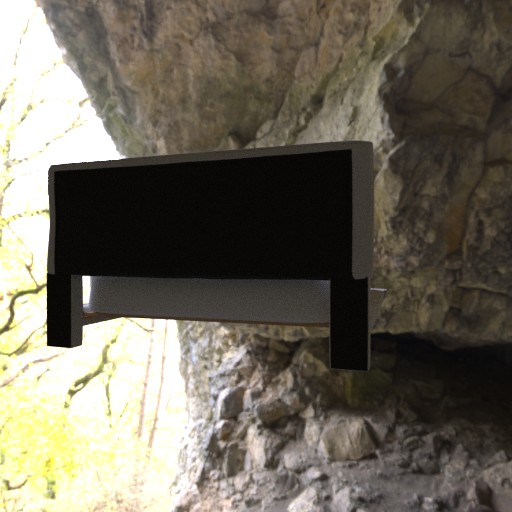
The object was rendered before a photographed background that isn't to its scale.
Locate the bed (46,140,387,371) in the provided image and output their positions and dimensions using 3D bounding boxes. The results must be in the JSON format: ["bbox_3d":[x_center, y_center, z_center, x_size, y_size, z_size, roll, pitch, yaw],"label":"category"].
[{"bbox_3d":[0.000,0.000,3.351,1.840,1.067,2.368,0,0,18],"label":"bed"}]
